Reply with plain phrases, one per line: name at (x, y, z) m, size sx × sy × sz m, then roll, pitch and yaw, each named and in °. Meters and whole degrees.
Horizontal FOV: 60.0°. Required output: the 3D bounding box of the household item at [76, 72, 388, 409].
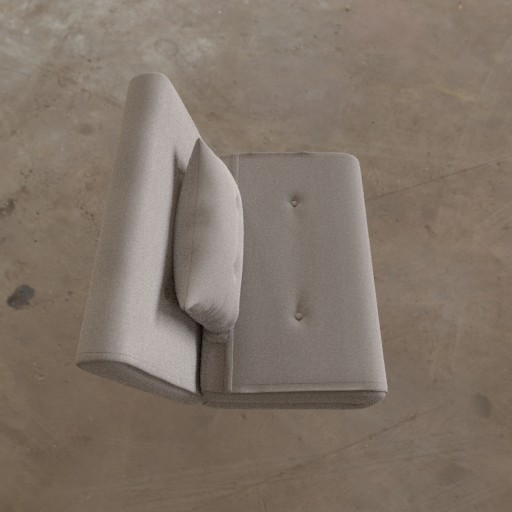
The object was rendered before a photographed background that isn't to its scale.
household item at (0.000, 0.000, 1.604) m, size 0.874 × 0.800 × 1.000 m, roll 0°, pitch 63°, yaw 0°
